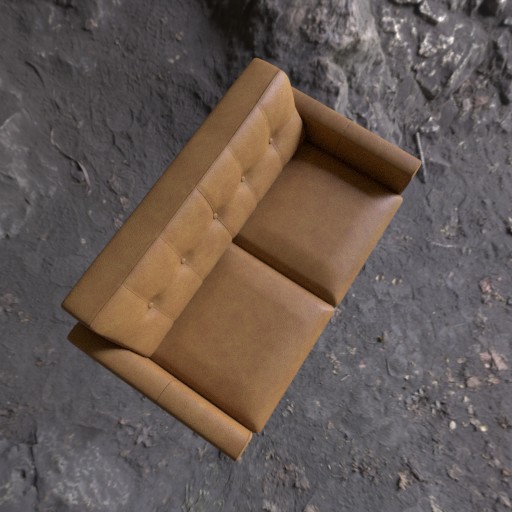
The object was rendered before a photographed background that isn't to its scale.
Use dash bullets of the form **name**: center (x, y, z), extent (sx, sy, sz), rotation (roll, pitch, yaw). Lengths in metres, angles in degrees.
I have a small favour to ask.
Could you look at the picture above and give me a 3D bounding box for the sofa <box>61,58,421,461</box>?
- **sofa**: center (0.000, 0.000, 2.229), extent (0.952, 0.925, 1.651), rotation (33, 77, 8)
